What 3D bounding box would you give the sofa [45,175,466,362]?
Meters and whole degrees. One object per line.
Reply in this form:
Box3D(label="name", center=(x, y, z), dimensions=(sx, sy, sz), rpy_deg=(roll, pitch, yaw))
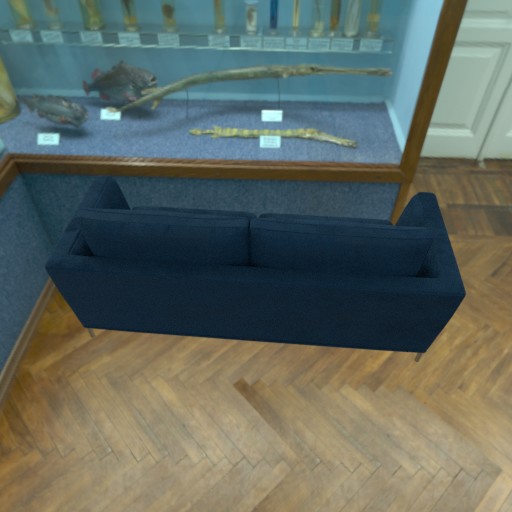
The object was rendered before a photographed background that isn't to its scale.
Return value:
Box3D(label="sofa", center=(0.000, 0.000, 2.759), dimensions=(2.212, 0.998, 0.853), rpy_deg=(4, 46, 3))
